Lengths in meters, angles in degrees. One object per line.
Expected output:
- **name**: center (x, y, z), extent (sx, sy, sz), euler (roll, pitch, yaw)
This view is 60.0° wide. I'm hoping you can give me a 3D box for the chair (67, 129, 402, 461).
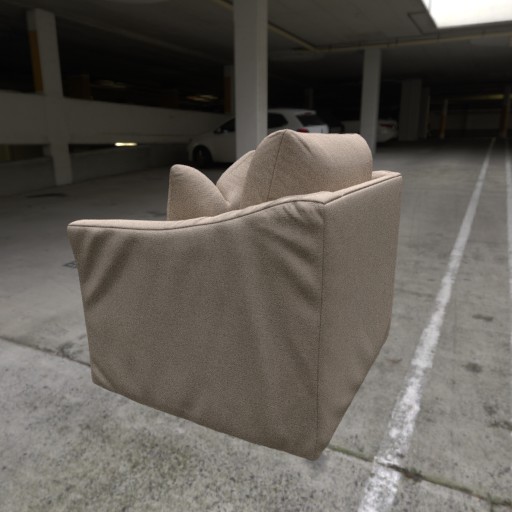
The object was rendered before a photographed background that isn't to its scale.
- **chair**: center (0.000, 0.000, 2.030), extent (1.071, 1.093, 1.194), euler (8, 16, 27)
